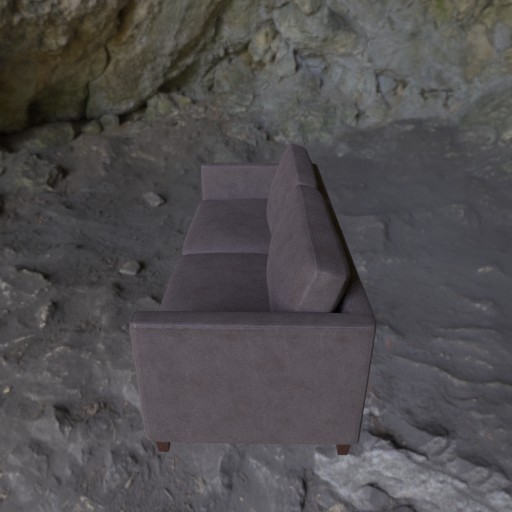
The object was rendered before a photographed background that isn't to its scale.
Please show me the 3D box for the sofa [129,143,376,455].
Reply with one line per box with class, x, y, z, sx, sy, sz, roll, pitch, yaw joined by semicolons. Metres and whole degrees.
sofa;0.000;0.000;2.709;0.951;0.965;2.208;0;27;1
